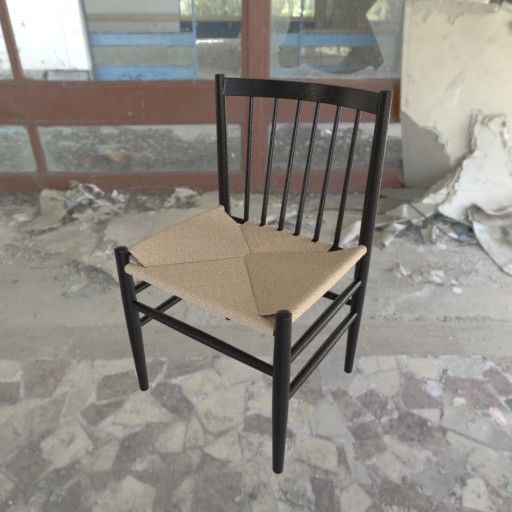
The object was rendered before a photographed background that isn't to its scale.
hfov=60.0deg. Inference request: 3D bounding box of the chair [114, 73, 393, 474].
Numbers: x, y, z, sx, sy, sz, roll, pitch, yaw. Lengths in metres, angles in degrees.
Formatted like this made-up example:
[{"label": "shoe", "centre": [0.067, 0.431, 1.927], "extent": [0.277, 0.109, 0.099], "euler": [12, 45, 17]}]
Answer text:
[{"label": "chair", "centre": [0.000, 0.000, 1.151], "extent": [0.495, 0.818, 0.516], "euler": [19, 34, 30]}]
